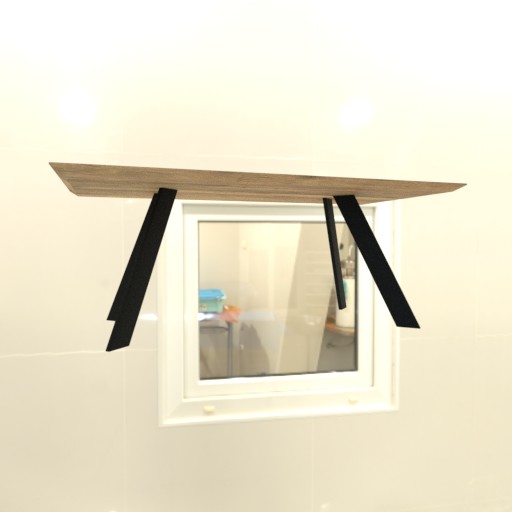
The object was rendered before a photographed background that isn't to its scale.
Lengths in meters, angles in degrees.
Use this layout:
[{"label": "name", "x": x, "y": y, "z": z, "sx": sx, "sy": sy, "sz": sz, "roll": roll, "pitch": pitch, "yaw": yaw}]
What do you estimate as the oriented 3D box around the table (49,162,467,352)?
[{"label": "table", "x": 0.000, "y": 0.000, "z": 2.494, "sx": 2.000, "sy": 0.770, "sz": 1.000, "roll": -1, "pitch": 2, "yaw": -18}]
